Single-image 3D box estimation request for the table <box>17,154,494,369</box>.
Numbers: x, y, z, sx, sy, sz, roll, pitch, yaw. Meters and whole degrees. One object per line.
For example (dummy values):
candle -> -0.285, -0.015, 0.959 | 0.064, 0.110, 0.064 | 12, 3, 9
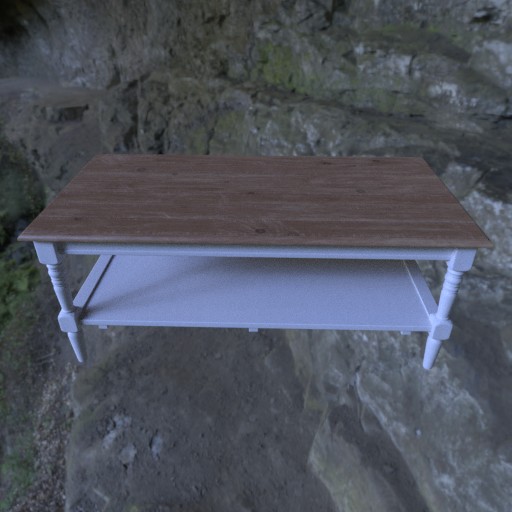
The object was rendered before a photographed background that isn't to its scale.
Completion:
table -> 0.000, 0.000, 1.389 | 1.118, 0.458, 0.559 | 1, 33, 1
